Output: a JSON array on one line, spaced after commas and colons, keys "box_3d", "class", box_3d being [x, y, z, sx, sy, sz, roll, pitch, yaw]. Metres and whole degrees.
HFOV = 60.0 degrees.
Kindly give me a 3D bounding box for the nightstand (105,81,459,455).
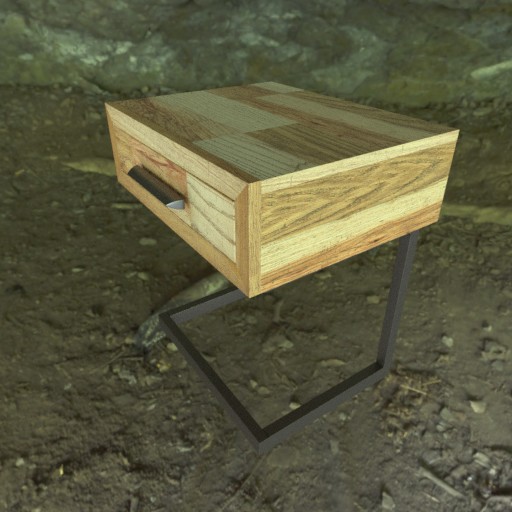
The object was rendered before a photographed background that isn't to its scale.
[{"box_3d": [0.000, 0.000, 1.017, 0.481, 0.632, 0.558, -20, 36, -29], "class": "nightstand"}]
